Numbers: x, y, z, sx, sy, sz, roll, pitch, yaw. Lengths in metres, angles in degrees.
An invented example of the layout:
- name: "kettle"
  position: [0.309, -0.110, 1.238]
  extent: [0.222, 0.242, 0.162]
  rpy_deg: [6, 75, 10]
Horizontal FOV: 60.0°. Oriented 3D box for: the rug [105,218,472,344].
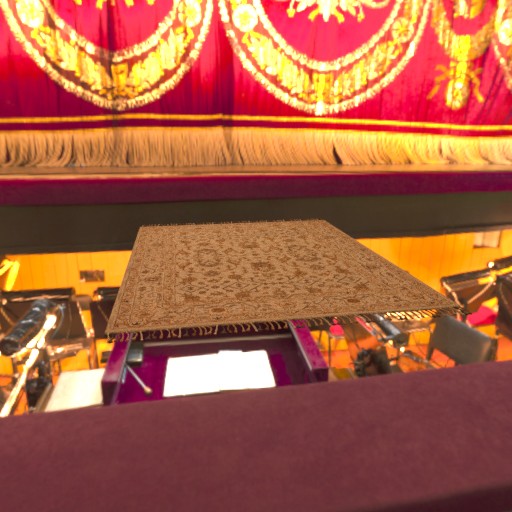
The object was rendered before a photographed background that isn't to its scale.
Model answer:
- name: "rug"
  position: [0.000, 0.000, 2.291]
  extent: [1.278, 0.009, 1.726]
  rpy_deg: [-3, 17, -10]
